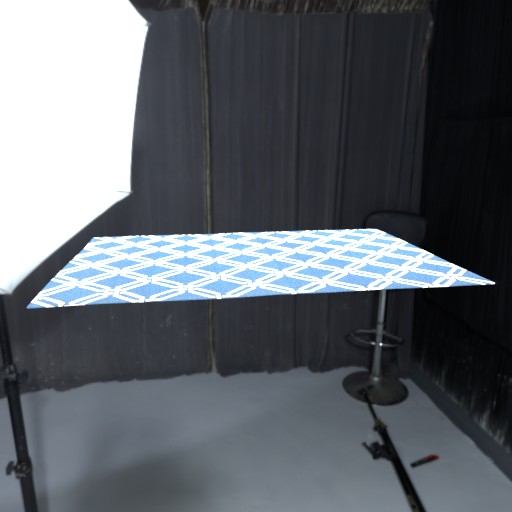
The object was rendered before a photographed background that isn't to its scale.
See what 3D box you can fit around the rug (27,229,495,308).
[{"bbox_3d":[0.000,0.000,2.166,1.755,0.010,1.153,-2,15,-9],"label":"rug"}]
